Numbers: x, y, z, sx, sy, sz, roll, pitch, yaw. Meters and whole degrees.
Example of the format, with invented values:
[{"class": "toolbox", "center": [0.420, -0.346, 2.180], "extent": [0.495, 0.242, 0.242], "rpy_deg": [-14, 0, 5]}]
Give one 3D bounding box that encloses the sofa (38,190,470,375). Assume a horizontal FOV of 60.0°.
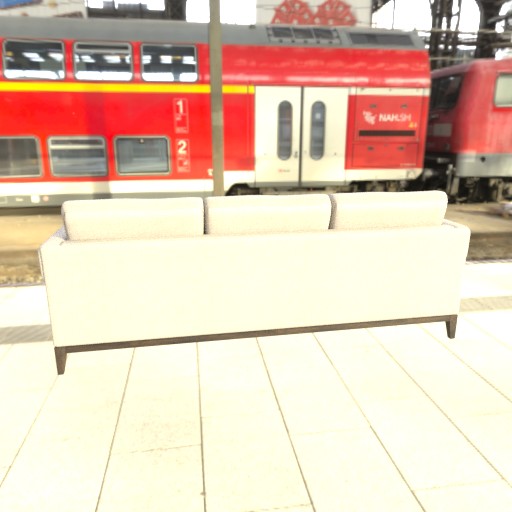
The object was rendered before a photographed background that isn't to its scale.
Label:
[{"class": "sofa", "center": [0.000, 0.000, 2.709], "extent": [2.210, 0.838, 0.959], "rpy_deg": [-3, 16, -10]}]
